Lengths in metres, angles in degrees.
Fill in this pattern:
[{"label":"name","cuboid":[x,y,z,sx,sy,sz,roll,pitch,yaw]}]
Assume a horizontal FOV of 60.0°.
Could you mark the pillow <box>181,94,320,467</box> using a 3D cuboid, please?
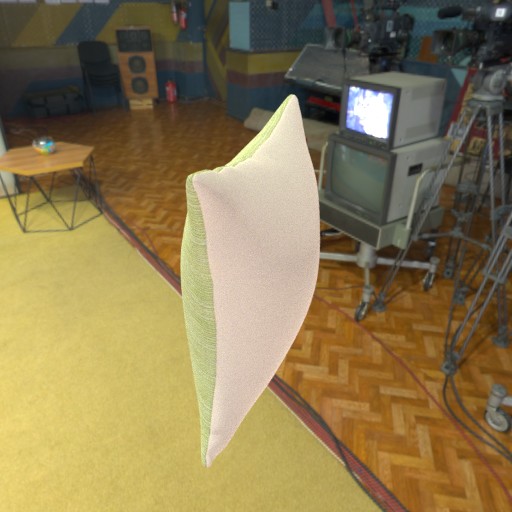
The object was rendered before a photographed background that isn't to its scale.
[{"label":"pillow","cuboid":[0.000,0.000,0.823,0.229,0.487,0.560,8,31,14]}]
